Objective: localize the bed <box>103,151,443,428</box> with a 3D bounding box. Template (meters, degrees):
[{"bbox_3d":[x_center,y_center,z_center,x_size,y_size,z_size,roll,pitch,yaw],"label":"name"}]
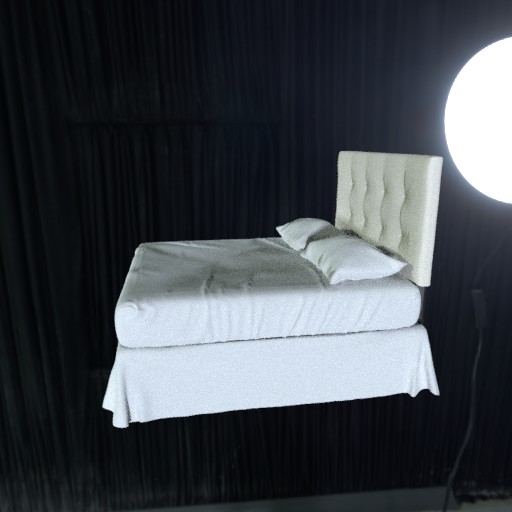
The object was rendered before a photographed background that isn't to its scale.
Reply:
[{"bbox_3d":[0.000,0.000,3.489,2.222,1.577,1.936,-2,15,-9],"label":"bed"}]
